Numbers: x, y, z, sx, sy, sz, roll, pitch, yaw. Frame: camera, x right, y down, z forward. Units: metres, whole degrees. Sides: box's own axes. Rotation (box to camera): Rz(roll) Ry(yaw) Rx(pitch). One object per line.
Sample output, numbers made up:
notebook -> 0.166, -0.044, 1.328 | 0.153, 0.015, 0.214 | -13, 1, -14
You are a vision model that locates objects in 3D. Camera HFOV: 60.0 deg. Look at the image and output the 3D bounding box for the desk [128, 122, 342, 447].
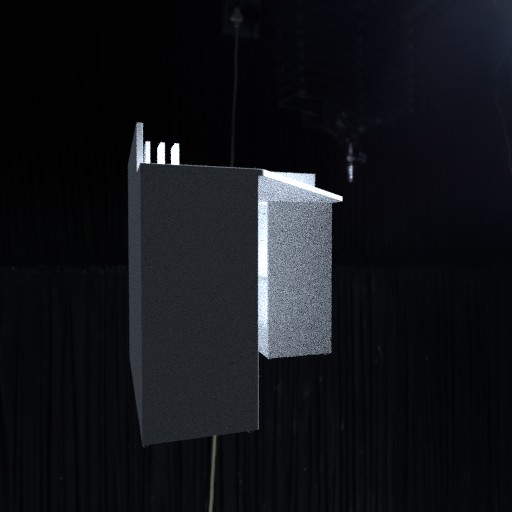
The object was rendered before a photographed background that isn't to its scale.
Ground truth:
desk -> 0.000, 0.000, 1.758 | 0.940, 0.986, 0.940 | -1, 2, -18
